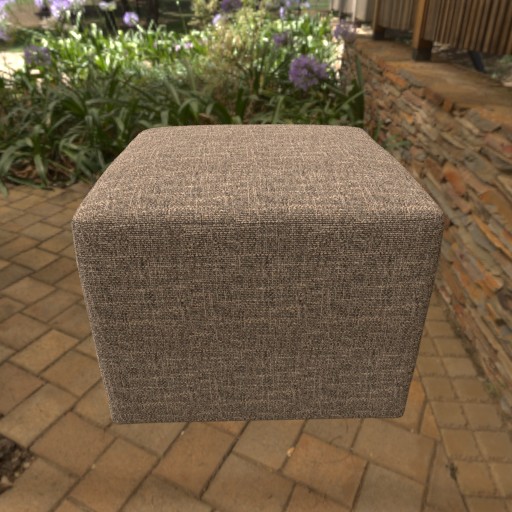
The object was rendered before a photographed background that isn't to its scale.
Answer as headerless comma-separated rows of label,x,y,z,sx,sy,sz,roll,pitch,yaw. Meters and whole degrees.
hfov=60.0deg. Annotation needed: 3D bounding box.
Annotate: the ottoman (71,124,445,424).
ottoman,0.000,0.000,0.894,0.521,0.453,0.512,-1,29,-1
